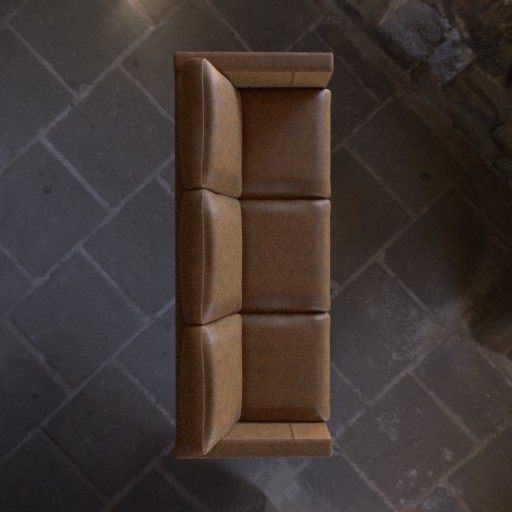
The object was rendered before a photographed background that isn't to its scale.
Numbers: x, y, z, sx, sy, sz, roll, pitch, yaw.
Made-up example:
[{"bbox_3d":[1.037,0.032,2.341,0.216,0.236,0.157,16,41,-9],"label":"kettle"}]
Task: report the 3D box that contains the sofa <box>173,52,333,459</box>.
[{"bbox_3d":[0.000,0.000,2.647,0.903,0.930,2.231,0,91,-1],"label":"sofa"}]
